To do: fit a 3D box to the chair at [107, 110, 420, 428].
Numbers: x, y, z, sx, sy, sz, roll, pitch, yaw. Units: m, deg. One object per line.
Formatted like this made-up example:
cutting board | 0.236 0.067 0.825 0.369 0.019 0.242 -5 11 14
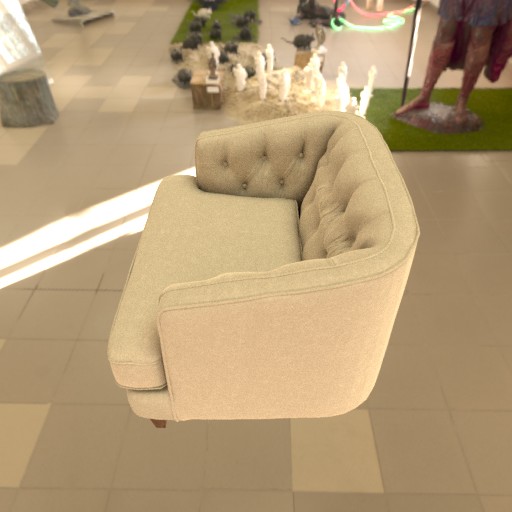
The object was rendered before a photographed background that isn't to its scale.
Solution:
chair | 0.000 0.000 1.752 0.941 0.852 1.104 0 41 0
